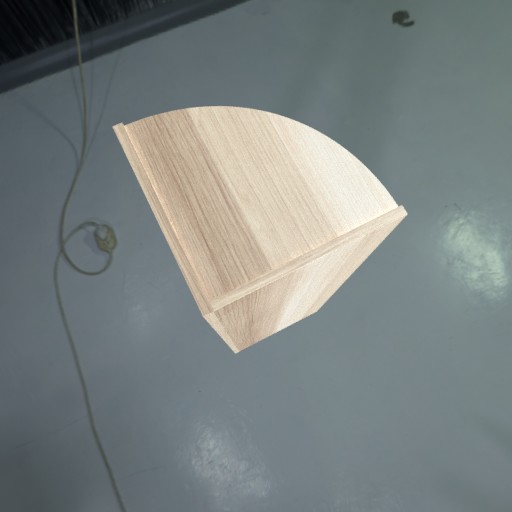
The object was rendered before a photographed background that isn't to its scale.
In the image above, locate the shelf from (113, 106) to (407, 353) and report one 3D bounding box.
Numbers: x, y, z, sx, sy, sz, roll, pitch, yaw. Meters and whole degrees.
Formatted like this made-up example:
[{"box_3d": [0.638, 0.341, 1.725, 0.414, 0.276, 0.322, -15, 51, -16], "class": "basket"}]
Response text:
[{"box_3d": [0.000, 0.000, 1.006, 0.290, 0.872, 0.290, -26, 76, -7], "class": "shelf"}]
